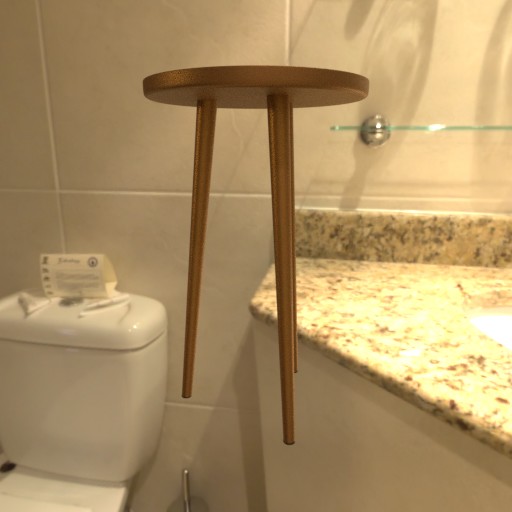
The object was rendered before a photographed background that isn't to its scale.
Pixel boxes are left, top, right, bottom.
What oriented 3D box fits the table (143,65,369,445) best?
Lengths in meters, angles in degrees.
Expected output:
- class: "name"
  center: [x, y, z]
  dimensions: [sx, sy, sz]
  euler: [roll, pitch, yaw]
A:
- class: "table"
  center: [0.000, 0.000, 0.660]
  dimensions: [0.299, 0.480, 0.299]
  euler: [-7, 16, -26]
